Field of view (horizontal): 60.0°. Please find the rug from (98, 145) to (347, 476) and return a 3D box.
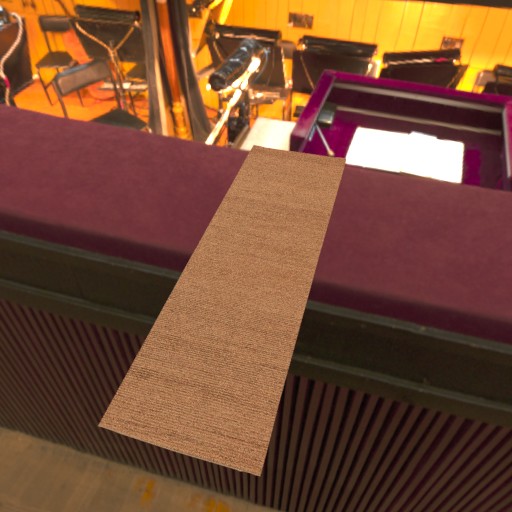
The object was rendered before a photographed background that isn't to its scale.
[{"bbox_3d":[0.000,0.000,2.662,0.741,0.014,2.390,12,47,11],"label":"rug"}]
